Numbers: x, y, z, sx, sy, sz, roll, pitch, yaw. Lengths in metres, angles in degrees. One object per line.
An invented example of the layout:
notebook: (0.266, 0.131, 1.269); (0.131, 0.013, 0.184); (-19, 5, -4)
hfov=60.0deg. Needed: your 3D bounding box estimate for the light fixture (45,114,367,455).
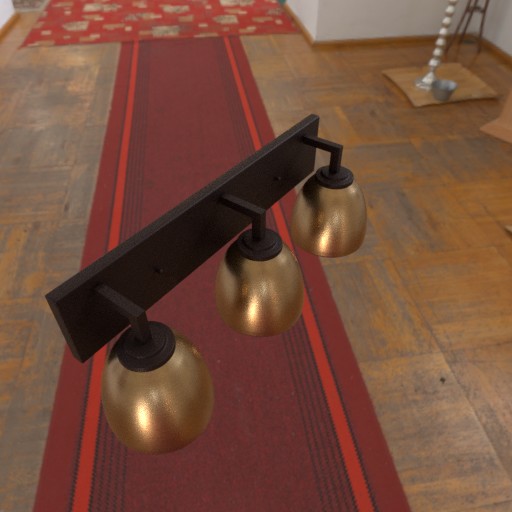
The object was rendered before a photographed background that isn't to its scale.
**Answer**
light fixture: (0.000, 0.000, 0.661); (0.157, 0.204, 0.582); (26, 49, 26)
